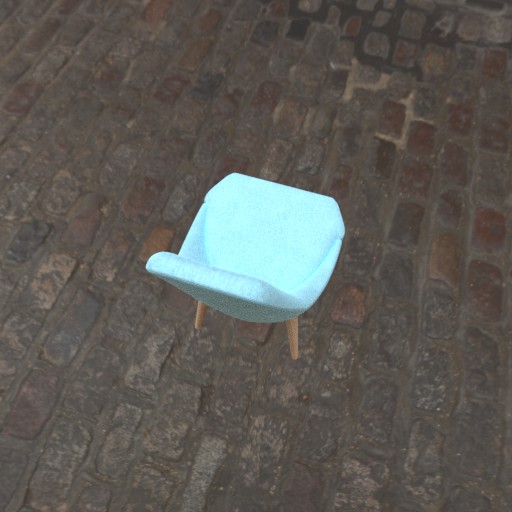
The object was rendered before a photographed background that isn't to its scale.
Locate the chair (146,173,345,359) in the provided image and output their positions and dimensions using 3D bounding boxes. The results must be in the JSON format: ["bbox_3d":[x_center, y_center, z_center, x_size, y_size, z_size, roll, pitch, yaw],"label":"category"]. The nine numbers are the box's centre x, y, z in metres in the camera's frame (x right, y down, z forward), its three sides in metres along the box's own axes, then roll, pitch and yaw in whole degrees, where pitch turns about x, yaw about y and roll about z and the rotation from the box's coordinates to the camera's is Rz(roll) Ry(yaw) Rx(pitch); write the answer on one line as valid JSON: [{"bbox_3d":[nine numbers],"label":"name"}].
[{"bbox_3d":[0.000,0.000,1.409,0.510,1.040,0.660,16,65,8],"label":"chair"}]
